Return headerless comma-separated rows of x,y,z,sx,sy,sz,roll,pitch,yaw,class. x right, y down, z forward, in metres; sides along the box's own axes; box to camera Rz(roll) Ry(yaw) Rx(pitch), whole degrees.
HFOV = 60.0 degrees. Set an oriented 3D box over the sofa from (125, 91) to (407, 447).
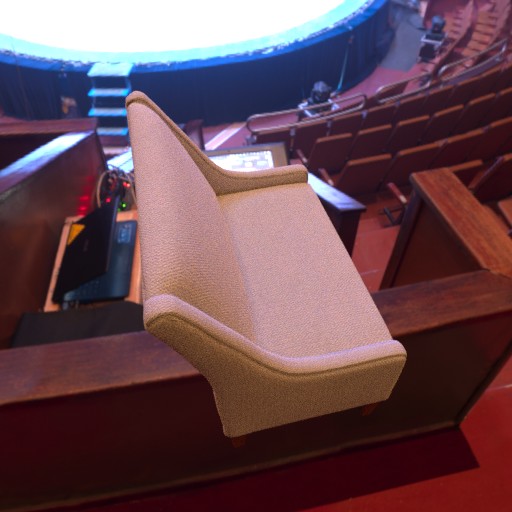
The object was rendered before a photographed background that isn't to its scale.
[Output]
0.000,0.000,1.915,0.870,1.022,1.242,-10,48,-9,sofa
